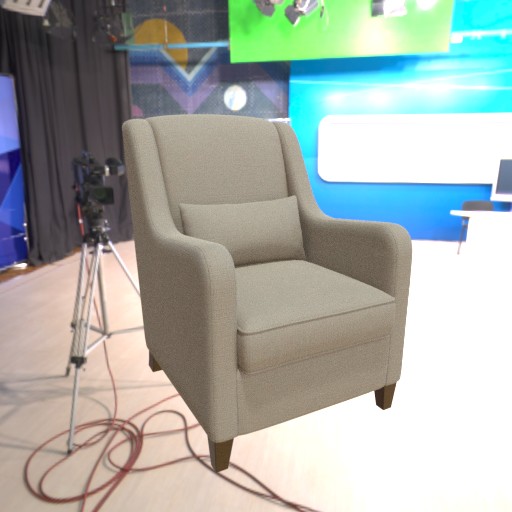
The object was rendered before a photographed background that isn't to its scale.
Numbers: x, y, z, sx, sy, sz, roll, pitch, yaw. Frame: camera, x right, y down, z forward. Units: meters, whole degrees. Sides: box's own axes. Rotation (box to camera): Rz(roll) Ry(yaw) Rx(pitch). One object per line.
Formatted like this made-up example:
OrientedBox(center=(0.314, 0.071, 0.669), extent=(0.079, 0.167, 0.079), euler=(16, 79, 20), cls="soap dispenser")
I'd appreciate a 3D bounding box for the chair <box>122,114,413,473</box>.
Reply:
OrientedBox(center=(0.000, 0.000, 1.618), extent=(0.715, 1.017, 0.896), euler=(-8, 17, -27), cls="chair")
